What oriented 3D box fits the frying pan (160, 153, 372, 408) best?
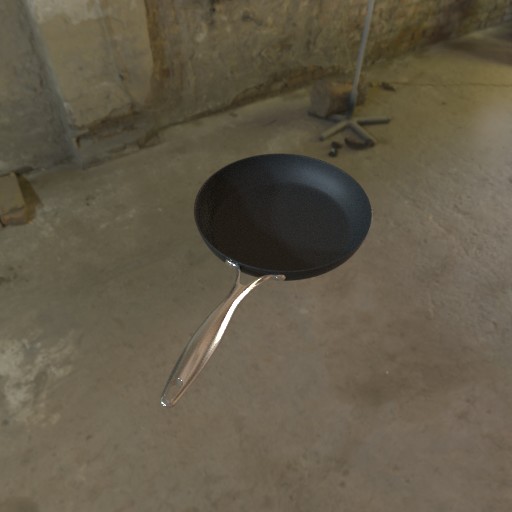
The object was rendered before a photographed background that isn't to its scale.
[{"bbox_3d":[0.000,0.000,0.571,0.255,0.105,0.472,16,49,14],"label":"frying pan"}]
